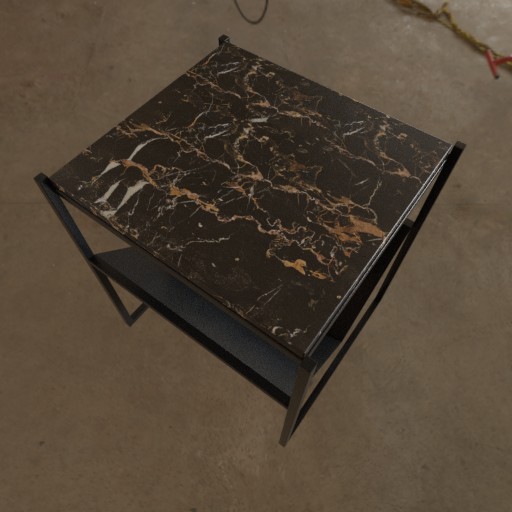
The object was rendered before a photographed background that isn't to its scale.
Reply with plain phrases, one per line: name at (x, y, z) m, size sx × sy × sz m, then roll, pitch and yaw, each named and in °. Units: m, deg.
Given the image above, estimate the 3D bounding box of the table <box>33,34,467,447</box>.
table at (0.000, 0.000, 0.873) m, size 0.469 × 0.534 × 0.432 m, roll 32°, pitch 64°, yaw 18°
